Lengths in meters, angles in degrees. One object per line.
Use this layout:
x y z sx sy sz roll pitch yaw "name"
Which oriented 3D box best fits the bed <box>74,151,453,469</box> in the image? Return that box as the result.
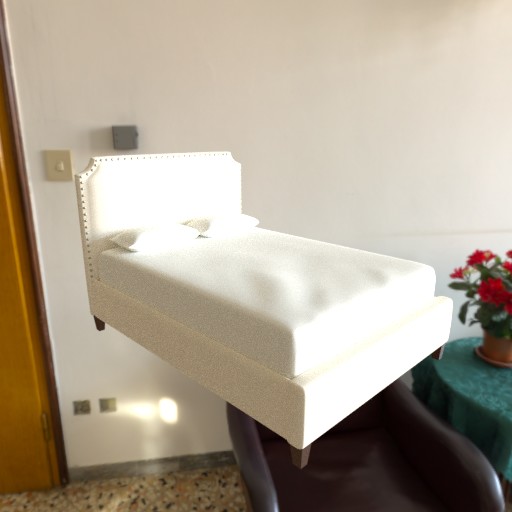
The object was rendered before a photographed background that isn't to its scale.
0.000 0.000 3.370 1.712 1.443 2.365 -15 21 -42 "bed"
